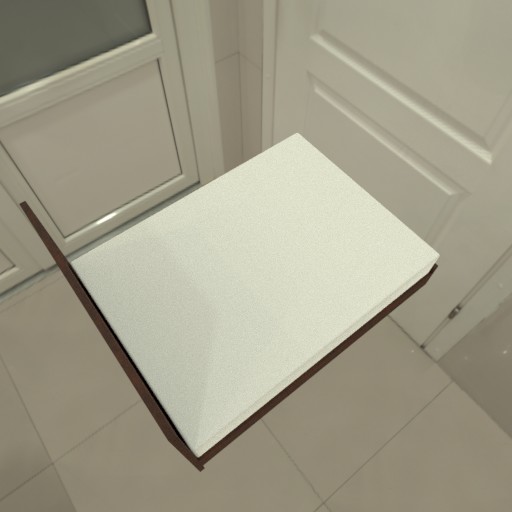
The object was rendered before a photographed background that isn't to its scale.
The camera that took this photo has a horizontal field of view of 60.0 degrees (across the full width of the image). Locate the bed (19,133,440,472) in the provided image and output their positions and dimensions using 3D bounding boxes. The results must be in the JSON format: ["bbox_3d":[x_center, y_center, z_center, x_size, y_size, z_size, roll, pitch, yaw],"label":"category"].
[{"bbox_3d":[0.000,0.000,3.093,2.184,1.270,1.600,-34,64,-19],"label":"bed"}]
